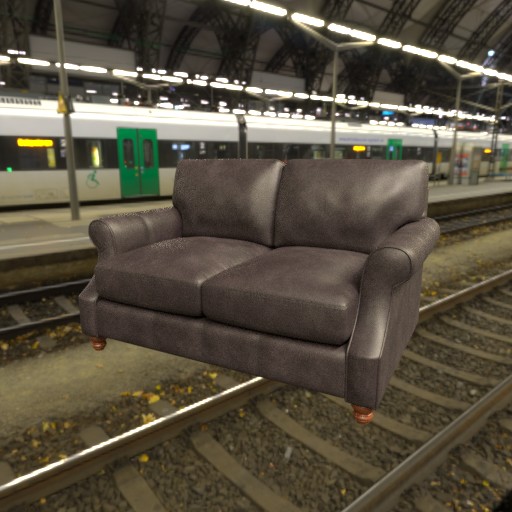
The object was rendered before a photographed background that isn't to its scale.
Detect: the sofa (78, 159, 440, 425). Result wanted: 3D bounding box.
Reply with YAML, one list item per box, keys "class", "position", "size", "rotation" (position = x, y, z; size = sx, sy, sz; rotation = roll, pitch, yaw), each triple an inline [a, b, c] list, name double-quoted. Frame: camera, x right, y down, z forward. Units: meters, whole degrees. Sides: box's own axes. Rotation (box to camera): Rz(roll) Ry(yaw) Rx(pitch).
- class: "sofa"
  position: [0.000, 0.000, 2.297]
  size: [1.663, 0.979, 1.030]
  rotation: [7, 14, 27]
